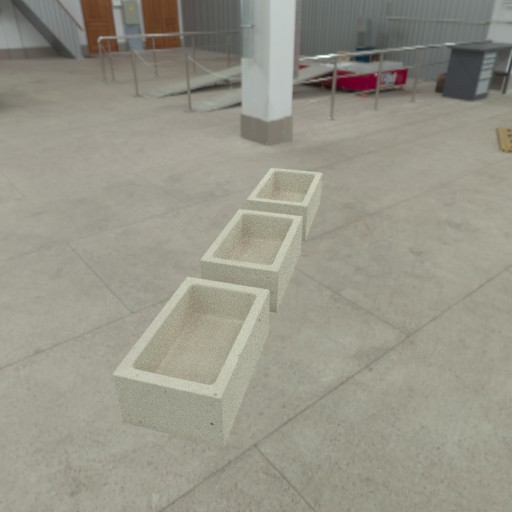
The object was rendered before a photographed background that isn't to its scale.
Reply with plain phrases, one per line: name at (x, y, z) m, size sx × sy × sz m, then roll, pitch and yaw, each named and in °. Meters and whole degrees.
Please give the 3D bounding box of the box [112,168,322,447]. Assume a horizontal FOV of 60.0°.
box at (0.000, 0.000, 0.507) m, size 0.082 × 0.051 × 0.461 m, roll 8°, pitch 31°, yaw 14°
